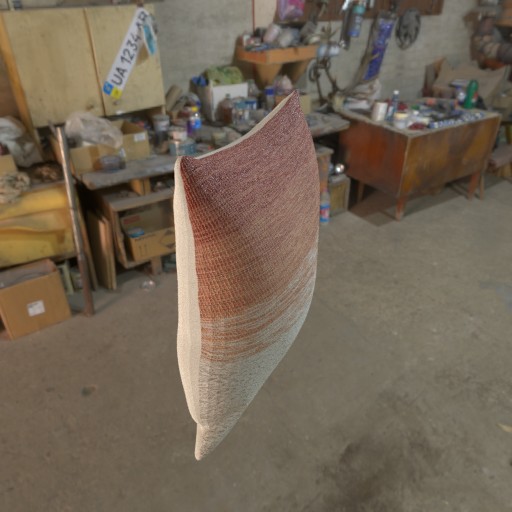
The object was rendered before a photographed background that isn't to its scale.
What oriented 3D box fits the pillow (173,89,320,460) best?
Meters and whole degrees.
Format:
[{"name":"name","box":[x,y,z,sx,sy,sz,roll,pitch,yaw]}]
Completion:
[{"name":"pillow","box":[0.000,0.000,0.694,0.182,0.441,0.440,10,32,17]}]
